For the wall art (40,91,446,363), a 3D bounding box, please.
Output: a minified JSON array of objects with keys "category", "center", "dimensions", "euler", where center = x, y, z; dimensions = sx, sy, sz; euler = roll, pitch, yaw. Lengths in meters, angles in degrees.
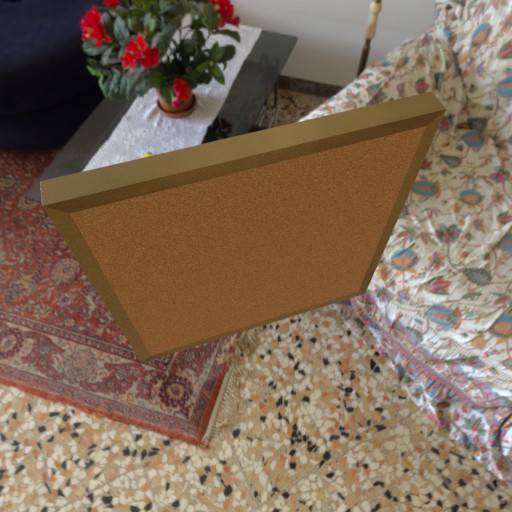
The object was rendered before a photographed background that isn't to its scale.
[{"category":"wall art","center":[0.000,0.000,0.753],"dimensions":[0.507,0.508,0.038],"euler":[-16,59,-10]}]
